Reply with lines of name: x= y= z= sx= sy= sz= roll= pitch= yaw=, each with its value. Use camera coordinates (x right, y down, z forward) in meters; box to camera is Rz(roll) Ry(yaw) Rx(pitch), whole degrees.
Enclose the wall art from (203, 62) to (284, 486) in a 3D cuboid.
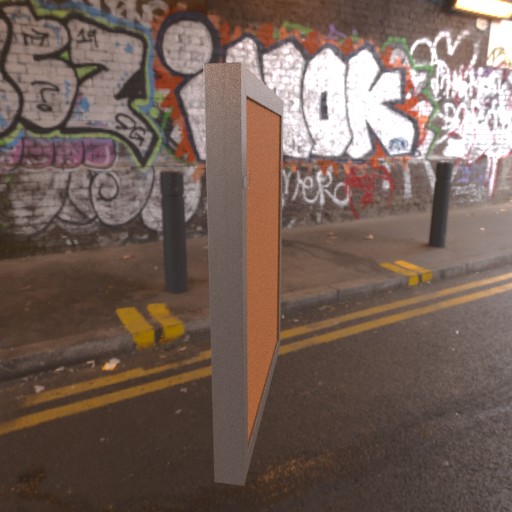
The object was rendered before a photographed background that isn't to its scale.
wall art: x=0.000 y=0.000 z=0.530 sx=0.030 sy=0.379 sz=0.308 roll=2 pitch=14 yaw=9
